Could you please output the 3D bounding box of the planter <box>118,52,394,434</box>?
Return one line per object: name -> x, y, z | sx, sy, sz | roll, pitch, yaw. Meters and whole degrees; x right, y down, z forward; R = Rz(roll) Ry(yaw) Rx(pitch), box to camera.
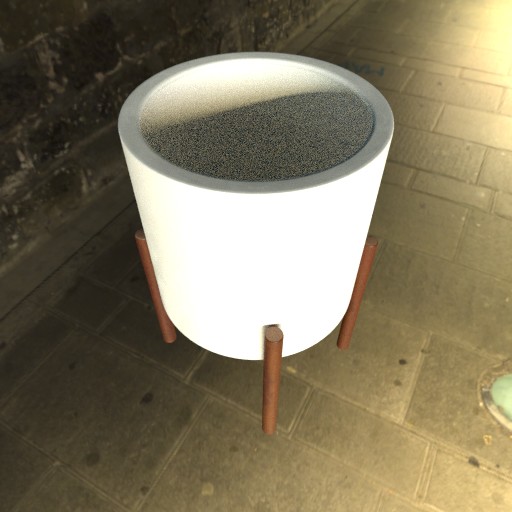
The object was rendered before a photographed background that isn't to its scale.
planter -> 0.000, 0.000, 0.929 | 0.417, 0.670, 0.417 | 35, 56, 28
